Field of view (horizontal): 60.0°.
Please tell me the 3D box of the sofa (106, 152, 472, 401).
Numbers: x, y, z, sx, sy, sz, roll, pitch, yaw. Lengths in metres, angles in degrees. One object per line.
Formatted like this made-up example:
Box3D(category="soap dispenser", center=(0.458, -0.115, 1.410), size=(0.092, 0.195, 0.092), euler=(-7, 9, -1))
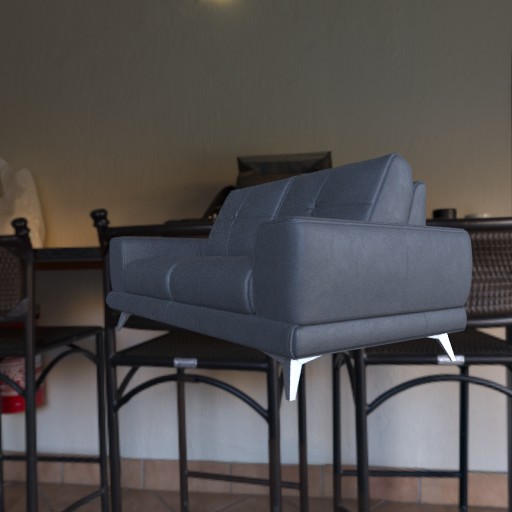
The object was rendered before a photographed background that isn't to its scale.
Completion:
Box3D(category="sofa", center=(0.000, 0.000, 2.297), size=(1.018, 0.907, 1.806), euler=(0, 0, -36))
